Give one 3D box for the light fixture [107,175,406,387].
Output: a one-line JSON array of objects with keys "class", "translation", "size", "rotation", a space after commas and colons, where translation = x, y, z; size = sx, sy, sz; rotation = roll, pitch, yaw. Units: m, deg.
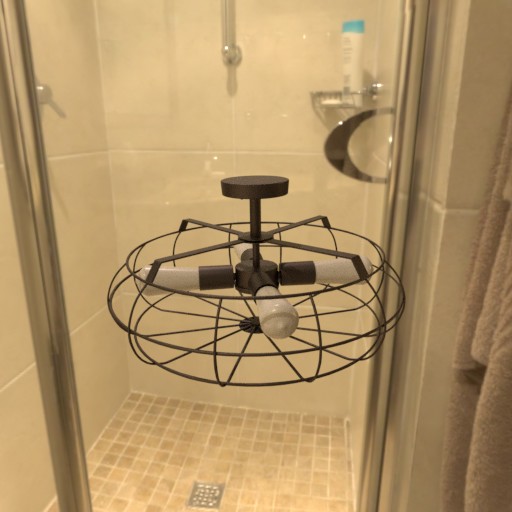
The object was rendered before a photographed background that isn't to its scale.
[{"class": "light fixture", "translation": [0.000, 0.000, 0.900], "size": [0.582, 0.311, 0.582], "rotation": [0, 17, 0]}]
